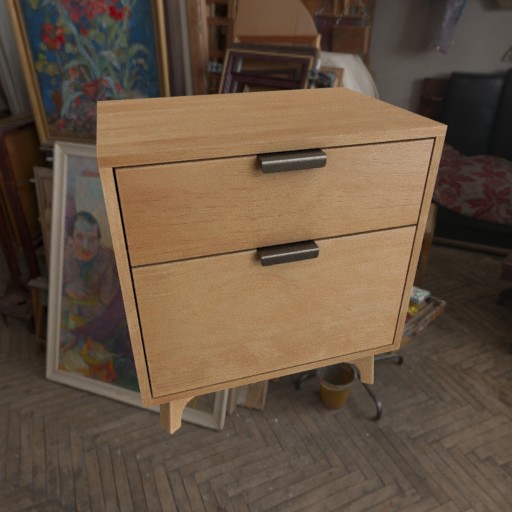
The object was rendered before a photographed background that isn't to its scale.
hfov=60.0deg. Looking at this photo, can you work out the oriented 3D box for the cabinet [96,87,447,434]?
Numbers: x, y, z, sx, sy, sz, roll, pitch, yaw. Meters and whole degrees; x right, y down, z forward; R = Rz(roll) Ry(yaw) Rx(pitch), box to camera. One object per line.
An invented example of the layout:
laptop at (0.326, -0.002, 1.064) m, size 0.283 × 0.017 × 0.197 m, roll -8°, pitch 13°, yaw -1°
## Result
cabinet at (0.000, 0.000, 0.955) m, size 0.551 × 0.599 × 0.394 m, roll -9°, pitch 32°, yaw -15°
